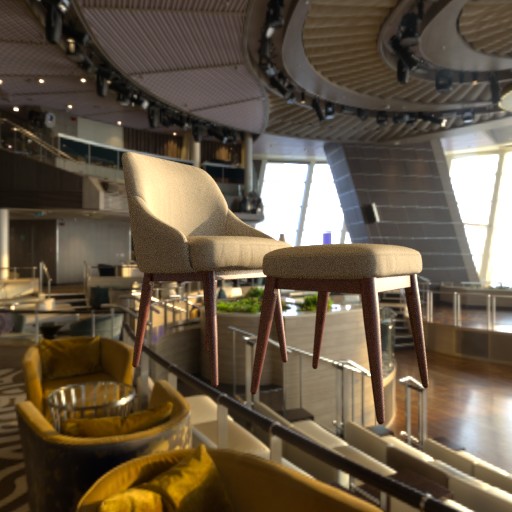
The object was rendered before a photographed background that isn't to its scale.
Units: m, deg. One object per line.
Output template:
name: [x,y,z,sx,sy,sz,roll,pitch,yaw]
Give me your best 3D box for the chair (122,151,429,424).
chair: [0.000,0.000,1.625,1.114,0.866,0.584,0,0,37]
